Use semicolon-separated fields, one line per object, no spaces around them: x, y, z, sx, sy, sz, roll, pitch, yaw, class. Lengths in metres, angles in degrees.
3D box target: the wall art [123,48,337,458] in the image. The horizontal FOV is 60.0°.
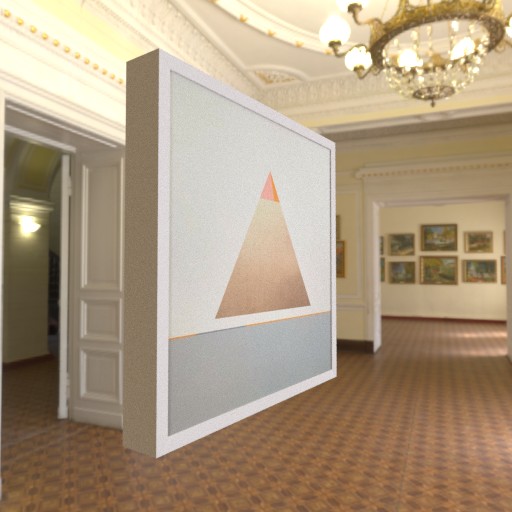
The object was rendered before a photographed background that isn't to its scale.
0.000;0.000;0.464;0.038;0.304;0.305;-1;-2;35;wall art
